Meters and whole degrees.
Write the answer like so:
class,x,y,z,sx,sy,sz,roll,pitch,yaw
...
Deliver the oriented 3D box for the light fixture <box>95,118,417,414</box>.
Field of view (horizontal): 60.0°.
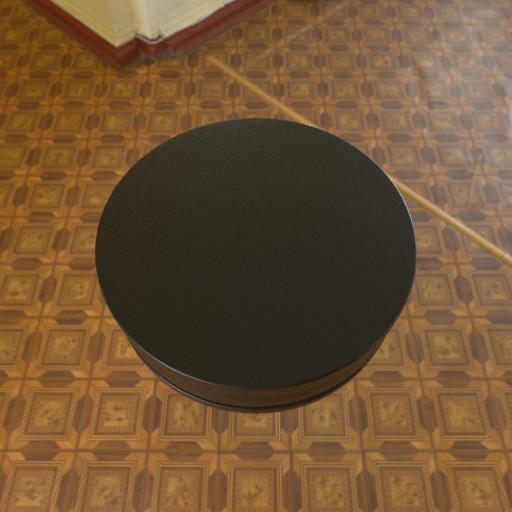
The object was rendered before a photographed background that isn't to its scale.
class,x,y,z,sx,sy,sz,roll,pitch,yaw
light fixture,0.000,0.000,0.432,0.283,0.097,0.283,0,59,0
